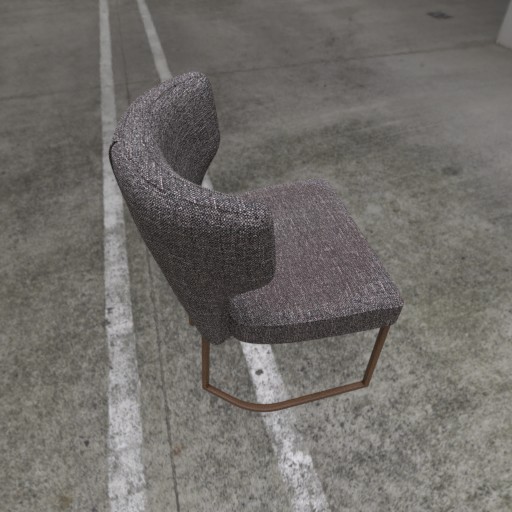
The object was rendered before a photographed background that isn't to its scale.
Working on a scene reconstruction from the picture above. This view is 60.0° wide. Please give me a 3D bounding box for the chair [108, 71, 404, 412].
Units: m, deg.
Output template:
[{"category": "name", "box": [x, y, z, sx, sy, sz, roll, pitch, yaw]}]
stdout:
[{"category": "chair", "box": [0.000, 0.000, 1.216, 0.617, 0.824, 0.611, -11, 46, -11]}]
